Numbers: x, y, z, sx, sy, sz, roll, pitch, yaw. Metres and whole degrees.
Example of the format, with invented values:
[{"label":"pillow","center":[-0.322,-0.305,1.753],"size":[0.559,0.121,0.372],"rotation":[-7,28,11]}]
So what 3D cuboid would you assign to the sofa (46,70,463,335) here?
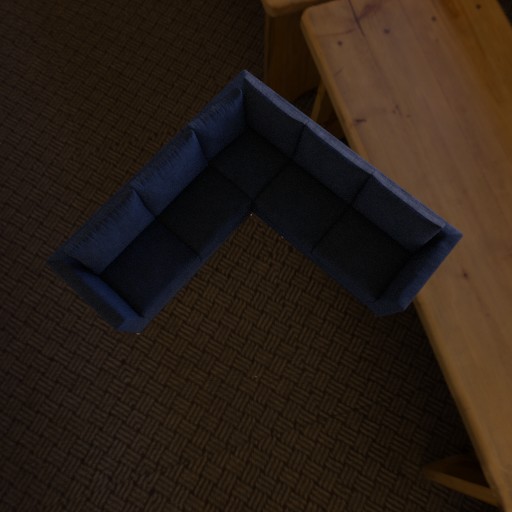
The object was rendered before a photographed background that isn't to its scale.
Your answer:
[{"label":"sofa","center":[0.000,0.000,3.906],"size":[2.463,0.988,2.472],"rotation":[40,78,10]}]
